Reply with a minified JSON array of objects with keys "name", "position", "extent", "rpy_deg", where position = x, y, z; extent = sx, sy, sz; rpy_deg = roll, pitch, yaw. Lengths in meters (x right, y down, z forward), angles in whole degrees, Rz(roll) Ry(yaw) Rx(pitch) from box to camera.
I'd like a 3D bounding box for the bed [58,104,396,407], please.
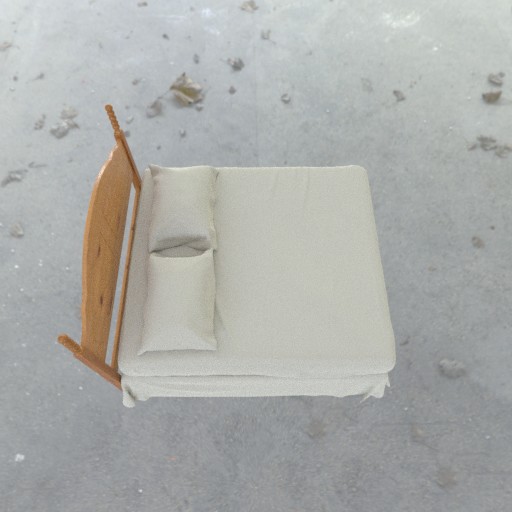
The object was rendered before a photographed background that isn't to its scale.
[{"name":"bed","position":[0.000,0.000,3.198],"extent":[2.040,1.356,1.873],"rpy_deg":[0,62,0]}]
